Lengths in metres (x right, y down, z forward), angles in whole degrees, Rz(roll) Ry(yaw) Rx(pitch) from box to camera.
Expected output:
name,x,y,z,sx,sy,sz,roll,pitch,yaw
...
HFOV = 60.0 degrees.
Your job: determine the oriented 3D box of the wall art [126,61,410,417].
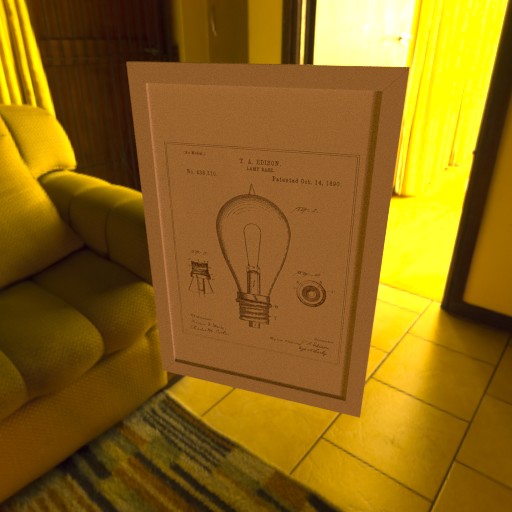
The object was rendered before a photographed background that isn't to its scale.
name,x,y,z,sx,sy,sz,roll,pitch,yaw
wall art,0.000,0.000,0.595,0.325,0.474,0.010,8,28,16
